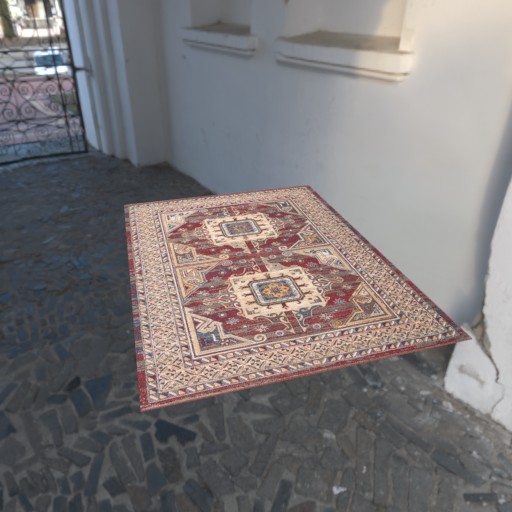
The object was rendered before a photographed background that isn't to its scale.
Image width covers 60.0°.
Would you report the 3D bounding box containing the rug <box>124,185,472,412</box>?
[{"bbox_3d":[0.000,0.000,4.296,2.381,0.013,3.197,-8,31,-14],"label":"rug"}]
